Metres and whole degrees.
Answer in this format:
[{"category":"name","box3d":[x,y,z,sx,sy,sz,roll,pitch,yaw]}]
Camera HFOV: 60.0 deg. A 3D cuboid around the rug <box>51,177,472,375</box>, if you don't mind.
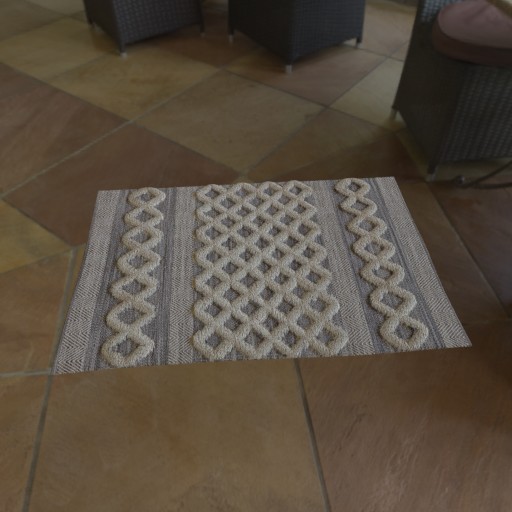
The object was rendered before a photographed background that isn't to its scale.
[{"category":"rug","box3d":[0.000,0.000,2.308,1.823,0.030,1.222,-3,47,-3]}]
